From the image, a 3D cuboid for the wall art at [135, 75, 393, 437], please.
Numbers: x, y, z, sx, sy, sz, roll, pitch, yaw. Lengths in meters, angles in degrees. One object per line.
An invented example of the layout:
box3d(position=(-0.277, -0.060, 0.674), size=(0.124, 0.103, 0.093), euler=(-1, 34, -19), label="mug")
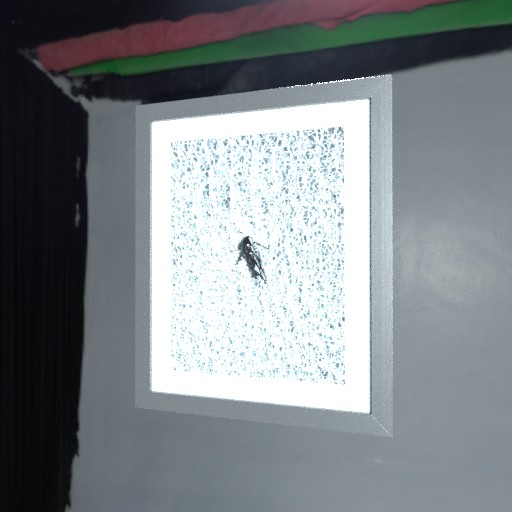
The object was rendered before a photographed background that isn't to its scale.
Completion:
box3d(position=(0.000, 0.000, 0.524), size=(0.308, 0.379, 0.030), euler=(0, 0, 18), label="wall art")
